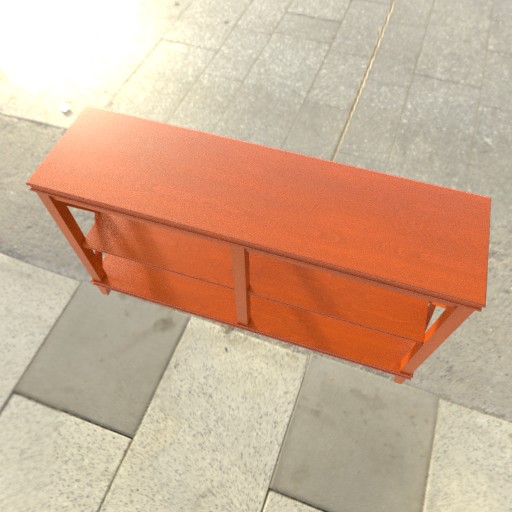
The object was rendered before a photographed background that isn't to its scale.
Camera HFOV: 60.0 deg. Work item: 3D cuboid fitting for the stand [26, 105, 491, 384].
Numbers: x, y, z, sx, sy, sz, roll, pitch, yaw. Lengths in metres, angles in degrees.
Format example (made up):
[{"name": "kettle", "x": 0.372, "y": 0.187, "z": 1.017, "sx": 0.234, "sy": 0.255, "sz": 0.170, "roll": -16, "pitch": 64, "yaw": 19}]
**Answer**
[{"name": "stand", "x": 0.000, "y": 0.000, "z": 1.675, "sx": 1.372, "sy": 0.762, "sz": 0.381, "roll": 15, "pitch": 60, "yaw": 9}]
